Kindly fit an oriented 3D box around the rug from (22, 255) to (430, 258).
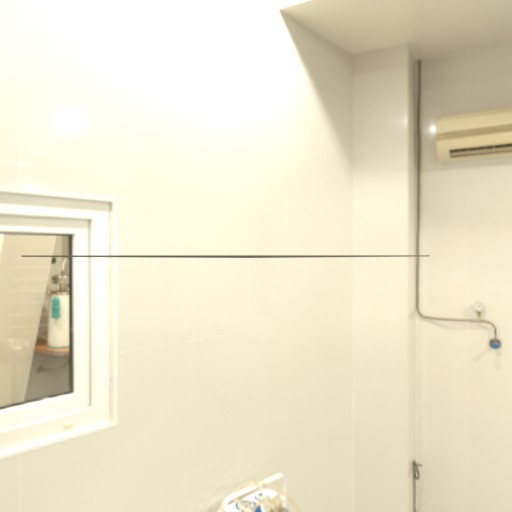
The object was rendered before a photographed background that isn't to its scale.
[{"bbox_3d":[0.000,0.000,2.889,1.600,0.008,2.235,0,0,36],"label":"rug"}]
